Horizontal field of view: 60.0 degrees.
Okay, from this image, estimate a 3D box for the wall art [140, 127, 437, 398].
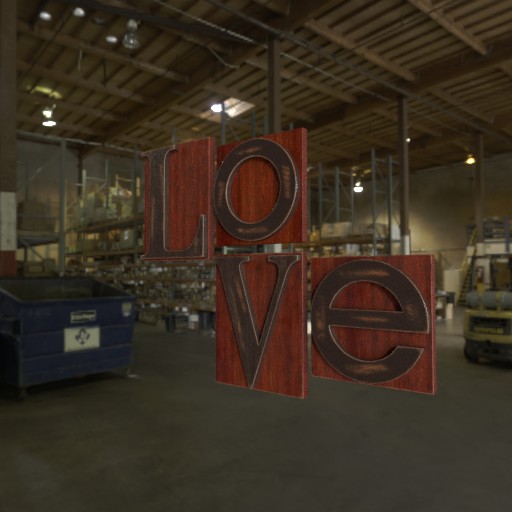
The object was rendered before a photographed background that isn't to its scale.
[{"bbox_3d":[0.000,0.000,0.834,0.635,0.497,0.030,-2,-3,36],"label":"wall art"}]
